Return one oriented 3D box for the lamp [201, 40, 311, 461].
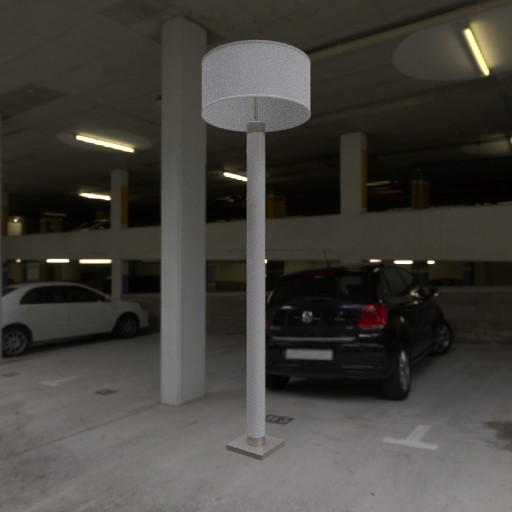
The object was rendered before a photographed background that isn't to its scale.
[{"bbox_3d":[0.000,0.000,1.703,0.420,1.475,0.420,0,0,35],"label":"lamp"}]
